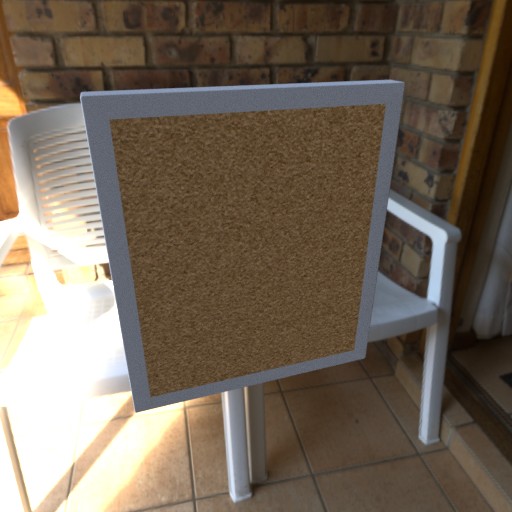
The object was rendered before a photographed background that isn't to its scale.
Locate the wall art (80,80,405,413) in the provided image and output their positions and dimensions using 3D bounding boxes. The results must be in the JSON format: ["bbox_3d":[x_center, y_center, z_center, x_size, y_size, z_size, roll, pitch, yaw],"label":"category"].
[{"bbox_3d":[0.000,0.000,0.530,0.331,0.381,0.028,-9,29,-16],"label":"wall art"}]
